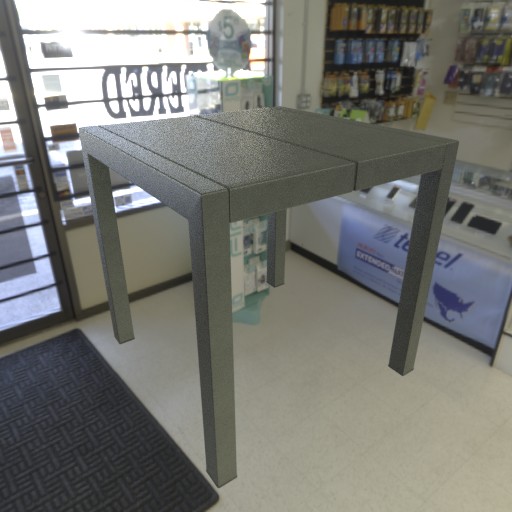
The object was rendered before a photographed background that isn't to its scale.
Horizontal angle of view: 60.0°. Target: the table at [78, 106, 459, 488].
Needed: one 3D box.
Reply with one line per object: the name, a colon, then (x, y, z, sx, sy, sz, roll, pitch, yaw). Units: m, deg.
table: (0.000, 0.000, 0.934, 0.508, 0.508, 0.508, -17, 31, -31)
